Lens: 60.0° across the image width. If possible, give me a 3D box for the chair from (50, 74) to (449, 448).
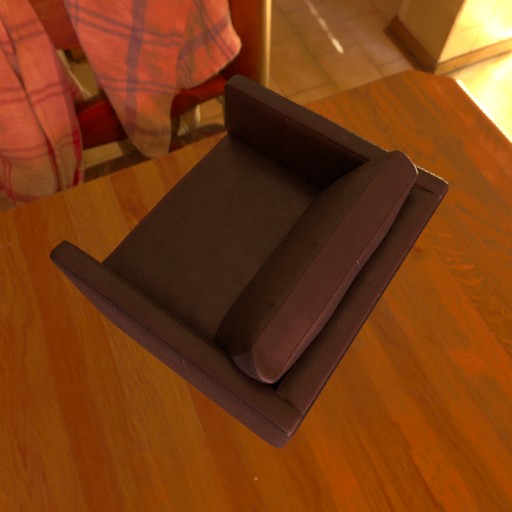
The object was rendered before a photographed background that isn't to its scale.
[{"bbox_3d":[0.000,0.000,1.570,0.862,0.811,0.939,33,68,15],"label":"chair"}]
